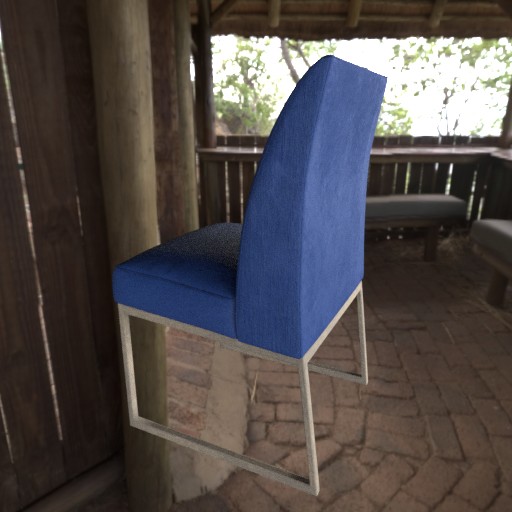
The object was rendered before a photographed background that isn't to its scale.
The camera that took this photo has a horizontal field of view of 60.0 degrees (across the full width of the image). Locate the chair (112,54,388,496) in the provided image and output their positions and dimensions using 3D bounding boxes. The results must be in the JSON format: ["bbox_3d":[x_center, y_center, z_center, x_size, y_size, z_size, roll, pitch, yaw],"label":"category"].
[{"bbox_3d":[0.000,0.000,1.122,0.522,0.863,0.508,8,19,25],"label":"chair"}]
